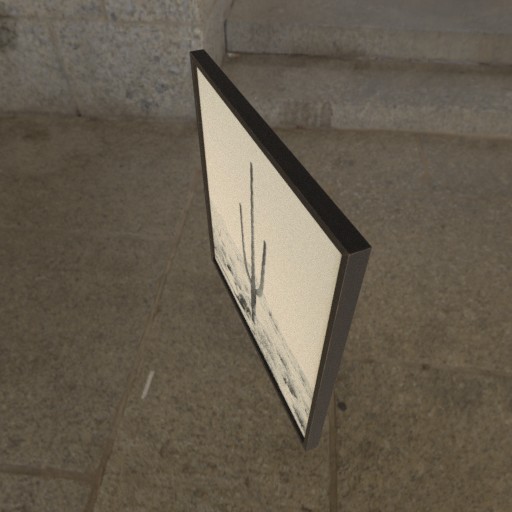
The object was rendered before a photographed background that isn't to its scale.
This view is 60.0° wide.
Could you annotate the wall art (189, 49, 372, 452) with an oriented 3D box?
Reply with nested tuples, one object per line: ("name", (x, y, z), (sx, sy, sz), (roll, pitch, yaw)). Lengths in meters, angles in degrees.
("wall art", (0.000, 0.000, 1.148), (0.038, 0.762, 0.762), (-17, 49, -16))
